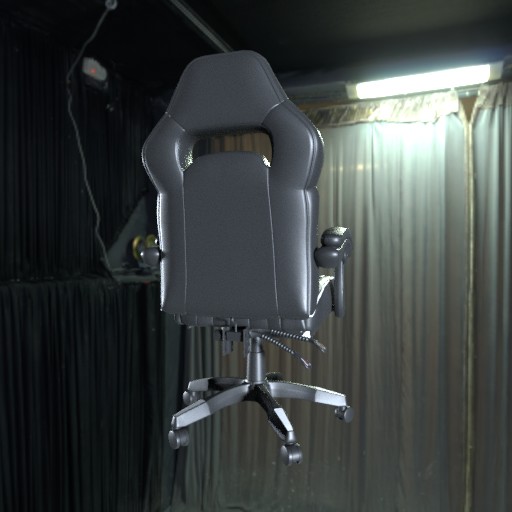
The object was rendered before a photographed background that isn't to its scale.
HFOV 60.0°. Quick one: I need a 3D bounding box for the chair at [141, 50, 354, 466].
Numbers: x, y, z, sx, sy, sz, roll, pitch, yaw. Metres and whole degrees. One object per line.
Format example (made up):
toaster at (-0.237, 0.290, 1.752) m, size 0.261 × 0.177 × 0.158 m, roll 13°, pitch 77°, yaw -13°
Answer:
chair at (0.000, 0.000, 1.603) m, size 0.676 × 1.200 × 0.700 m, roll 0°, pitch 1°, yaw 17°
